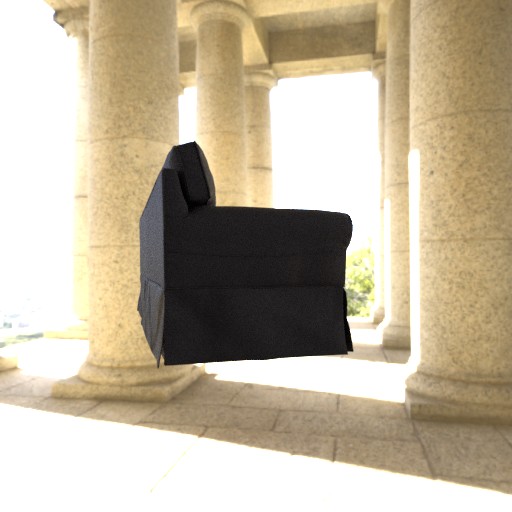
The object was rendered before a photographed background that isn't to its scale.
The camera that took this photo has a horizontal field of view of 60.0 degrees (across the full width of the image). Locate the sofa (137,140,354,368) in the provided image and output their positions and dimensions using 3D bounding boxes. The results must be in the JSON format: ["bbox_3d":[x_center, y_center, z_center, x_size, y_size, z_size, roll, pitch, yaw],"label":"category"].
[{"bbox_3d":[0.000,0.000,3.298,1.637,1.039,2.518,0,-1,-17],"label":"sofa"}]
